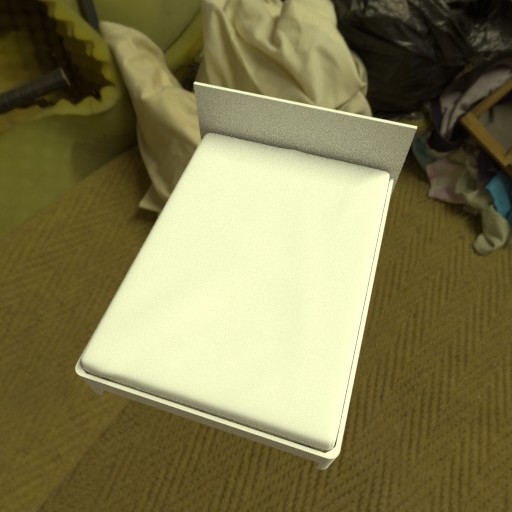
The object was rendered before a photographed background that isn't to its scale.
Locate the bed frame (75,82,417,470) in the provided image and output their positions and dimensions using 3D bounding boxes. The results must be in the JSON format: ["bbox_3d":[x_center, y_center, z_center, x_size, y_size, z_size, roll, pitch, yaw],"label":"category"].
[{"bbox_3d":[0.000,0.000,2.709,1.490,0.800,1.950,15,58,10],"label":"bed frame"}]
